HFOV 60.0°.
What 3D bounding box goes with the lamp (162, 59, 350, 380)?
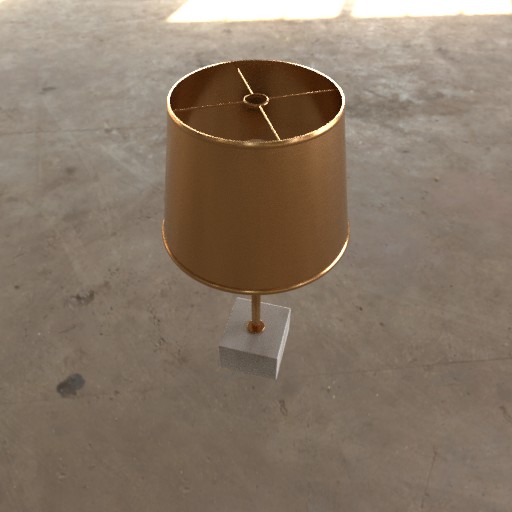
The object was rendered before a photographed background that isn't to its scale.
[{"bbox_3d":[0.000,0.000,0.536,0.208,0.406,0.208,0,46,0],"label":"lamp"}]
